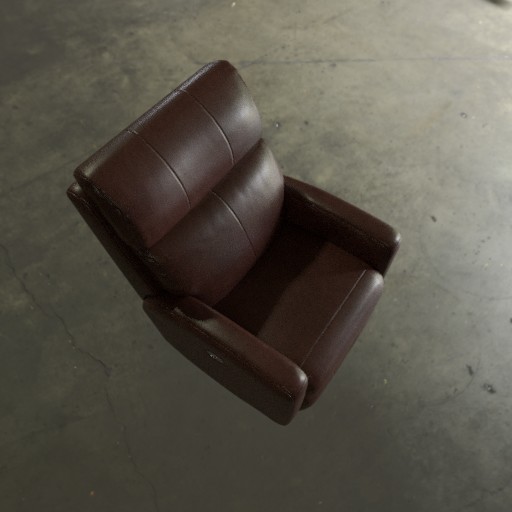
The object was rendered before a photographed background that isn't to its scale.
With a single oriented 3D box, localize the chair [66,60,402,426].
[{"bbox_3d":[0.000,0.000,1.699,0.939,1.016,0.787,32,64,18],"label":"chair"}]
